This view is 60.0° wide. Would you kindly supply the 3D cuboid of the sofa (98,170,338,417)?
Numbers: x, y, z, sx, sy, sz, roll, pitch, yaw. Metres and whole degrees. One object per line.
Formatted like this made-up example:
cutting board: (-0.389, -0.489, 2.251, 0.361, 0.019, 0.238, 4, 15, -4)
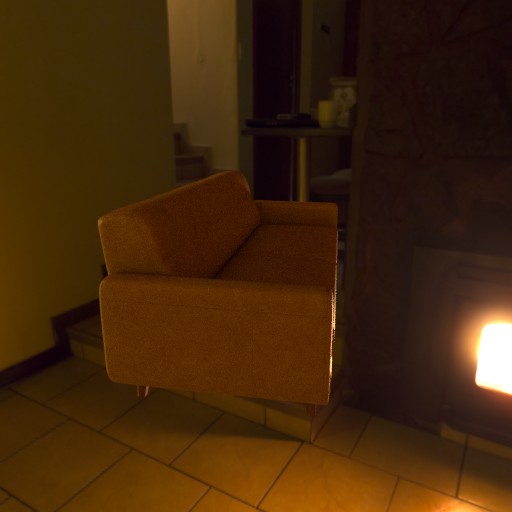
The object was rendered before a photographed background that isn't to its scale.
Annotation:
sofa: (0.000, 0.000, 2.719, 0.980, 0.892, 2.137, 3, 16, 10)
